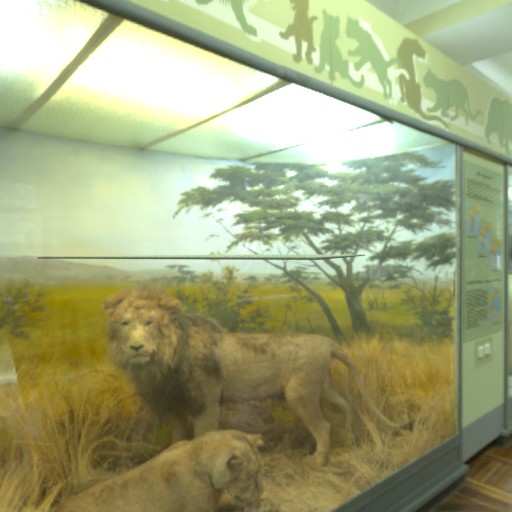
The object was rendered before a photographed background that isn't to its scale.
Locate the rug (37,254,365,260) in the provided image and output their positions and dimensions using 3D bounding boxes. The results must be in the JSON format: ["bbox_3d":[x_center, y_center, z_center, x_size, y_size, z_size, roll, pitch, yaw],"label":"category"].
[{"bbox_3d":[0.000,0.000,3.647,1.546,0.011,3.048,0,0,18],"label":"rug"}]
